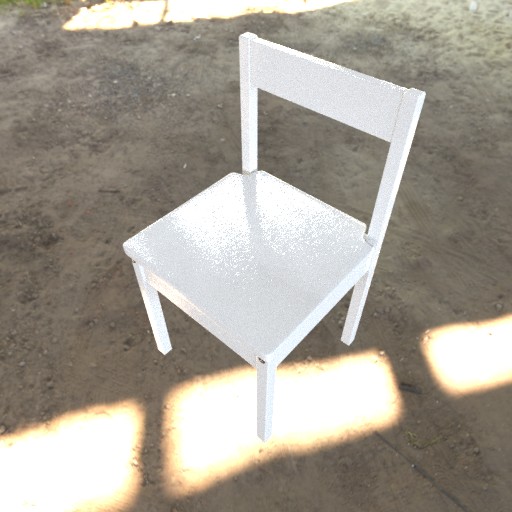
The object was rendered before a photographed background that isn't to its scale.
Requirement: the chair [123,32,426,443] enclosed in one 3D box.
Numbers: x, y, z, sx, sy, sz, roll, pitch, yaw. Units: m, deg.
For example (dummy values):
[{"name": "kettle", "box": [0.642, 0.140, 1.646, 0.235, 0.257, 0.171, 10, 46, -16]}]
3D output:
[{"name": "chair", "box": [0.000, 0.000, 0.884, 0.367, 0.668, 0.361, 33, 55, 27]}]
